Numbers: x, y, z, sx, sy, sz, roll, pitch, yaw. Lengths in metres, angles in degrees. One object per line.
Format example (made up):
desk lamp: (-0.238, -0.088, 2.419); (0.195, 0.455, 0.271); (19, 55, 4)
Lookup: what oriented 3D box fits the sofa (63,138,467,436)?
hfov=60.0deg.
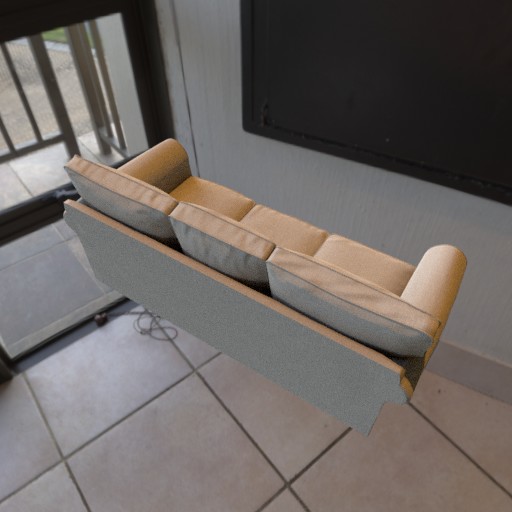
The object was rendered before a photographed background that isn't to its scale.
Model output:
sofa: (0.000, 0.000, 2.536); (2.084, 0.961, 0.916); (25, 52, 22)
